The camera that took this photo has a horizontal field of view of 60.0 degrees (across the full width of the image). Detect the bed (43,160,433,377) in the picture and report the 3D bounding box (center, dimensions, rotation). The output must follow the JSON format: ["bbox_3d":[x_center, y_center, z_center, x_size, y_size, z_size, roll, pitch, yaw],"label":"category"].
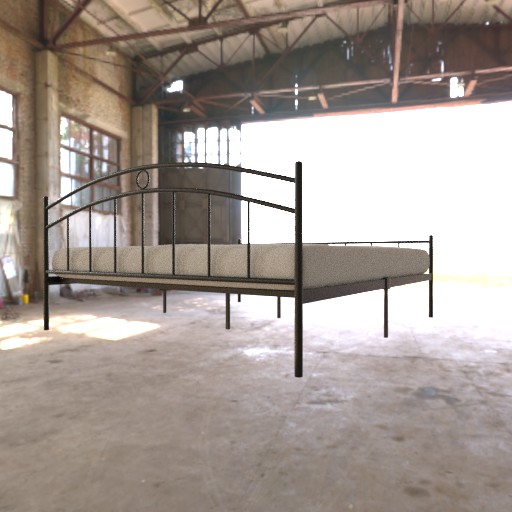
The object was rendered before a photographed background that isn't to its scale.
[{"bbox_3d":[0.000,0.000,3.101,1.880,0.940,2.040,0,0,36],"label":"bed"}]
